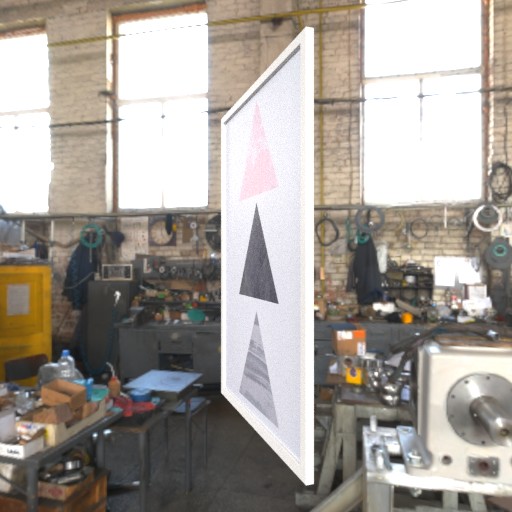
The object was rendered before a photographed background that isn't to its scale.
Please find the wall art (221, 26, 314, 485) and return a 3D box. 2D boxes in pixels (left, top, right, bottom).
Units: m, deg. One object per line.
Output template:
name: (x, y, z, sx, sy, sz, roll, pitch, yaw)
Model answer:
wall art: (0.000, 0.000, 0.850, 0.013, 0.656, 0.456, 0, 0, -20)
